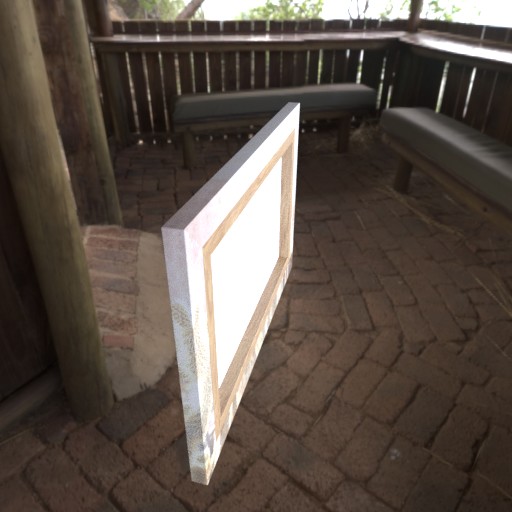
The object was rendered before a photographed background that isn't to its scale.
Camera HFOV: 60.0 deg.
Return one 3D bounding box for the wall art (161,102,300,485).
[{"bbox_3d":[0.000,0.000,1.174,0.040,0.608,0.916,8,31,13],"label":"wall art"}]
